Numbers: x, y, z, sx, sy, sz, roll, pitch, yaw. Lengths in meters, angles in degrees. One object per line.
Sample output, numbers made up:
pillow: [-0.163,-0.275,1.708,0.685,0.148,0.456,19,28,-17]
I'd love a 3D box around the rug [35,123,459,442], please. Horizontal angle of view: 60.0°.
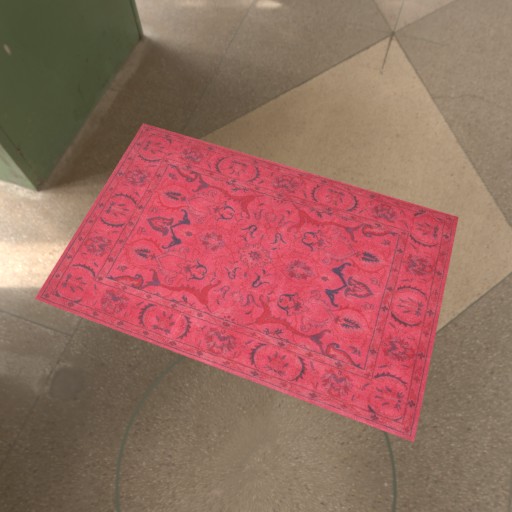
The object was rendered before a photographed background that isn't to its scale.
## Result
rug: [0.000,0.000,2.934,2.423,0.010,1.534,18,66,9]
